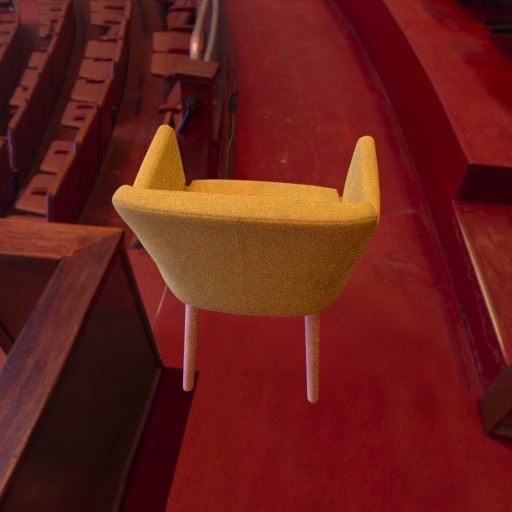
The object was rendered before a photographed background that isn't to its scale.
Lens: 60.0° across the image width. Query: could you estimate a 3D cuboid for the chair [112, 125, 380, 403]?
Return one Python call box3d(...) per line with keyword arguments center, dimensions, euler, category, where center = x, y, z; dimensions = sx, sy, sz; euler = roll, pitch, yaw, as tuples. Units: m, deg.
box3d(center=(0.000, 0.000, 1.186), dimensions=(0.570, 0.780, 0.570), euler=(4, 46, 4), category="chair")
